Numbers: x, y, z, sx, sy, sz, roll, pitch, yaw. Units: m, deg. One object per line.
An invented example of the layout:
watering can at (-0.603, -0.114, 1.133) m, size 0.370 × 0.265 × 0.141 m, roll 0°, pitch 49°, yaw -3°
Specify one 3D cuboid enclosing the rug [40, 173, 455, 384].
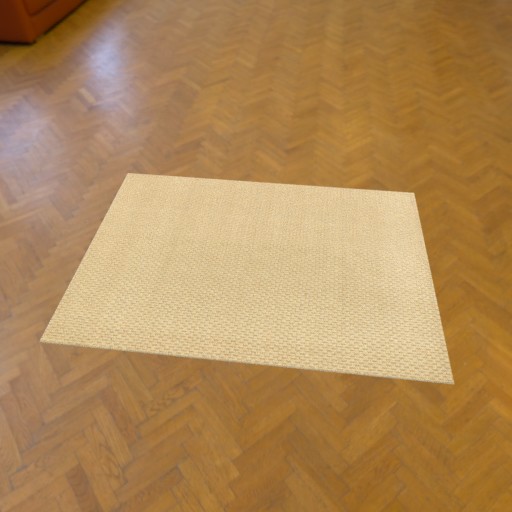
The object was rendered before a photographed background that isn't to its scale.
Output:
rug at (0.000, 0.000, 2.790) m, size 2.144 × 0.013 × 1.509 m, roll 5°, pitch 47°, yaw 4°
